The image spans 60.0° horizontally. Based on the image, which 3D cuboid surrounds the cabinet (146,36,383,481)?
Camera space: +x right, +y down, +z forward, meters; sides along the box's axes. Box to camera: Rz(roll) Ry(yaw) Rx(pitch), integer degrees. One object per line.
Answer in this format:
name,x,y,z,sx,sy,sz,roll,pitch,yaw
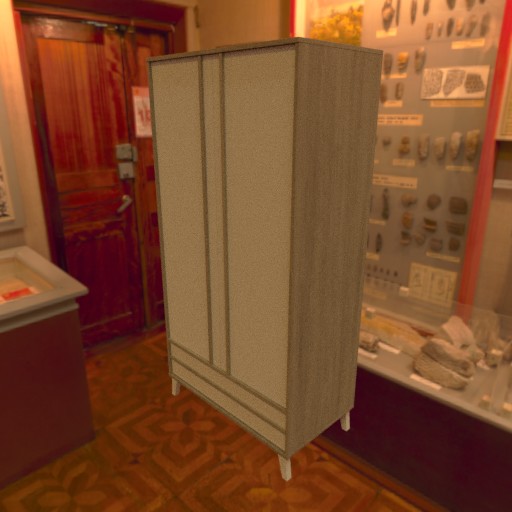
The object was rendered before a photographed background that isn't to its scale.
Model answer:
cabinet,0.000,0.000,2.403,0.571,1.999,1.006,-17,25,-42
